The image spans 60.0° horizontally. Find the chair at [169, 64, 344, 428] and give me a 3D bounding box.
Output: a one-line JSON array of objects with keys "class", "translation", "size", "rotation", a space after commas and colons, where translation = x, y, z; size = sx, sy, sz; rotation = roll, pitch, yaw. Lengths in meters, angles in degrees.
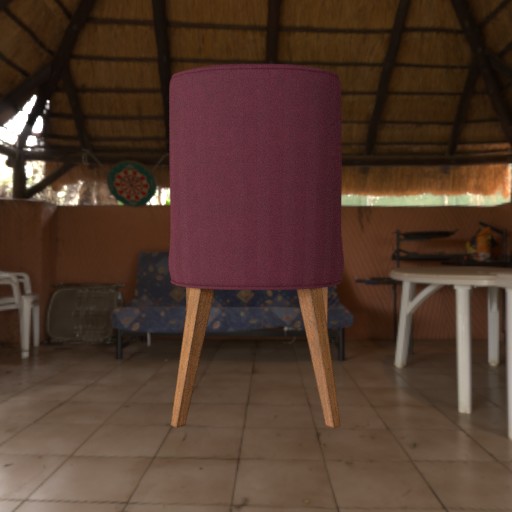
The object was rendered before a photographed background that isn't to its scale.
[{"class": "chair", "translation": [0.000, 0.000, 1.326], "size": [0.548, 0.916, 0.638], "rotation": [0, -1, 1]}]
